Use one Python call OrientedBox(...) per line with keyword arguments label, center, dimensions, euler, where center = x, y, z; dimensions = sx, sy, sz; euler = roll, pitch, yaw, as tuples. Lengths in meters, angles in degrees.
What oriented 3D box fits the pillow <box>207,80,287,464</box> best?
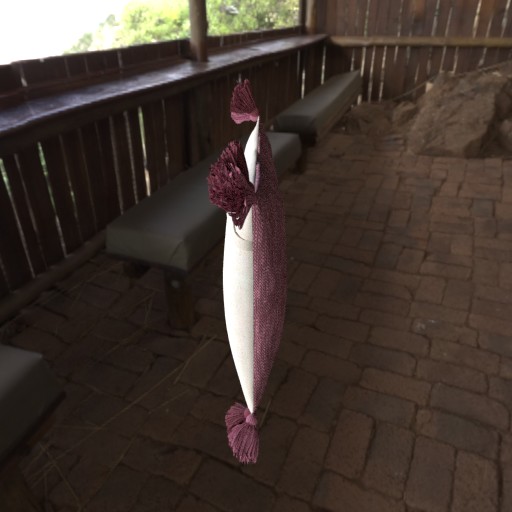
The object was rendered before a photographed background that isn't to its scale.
OrientedBox(label="pillow", center=(0.000, 0.000, 0.977), dimensions=(0.138, 0.659, 0.641), euler=(1, 32, 1))
